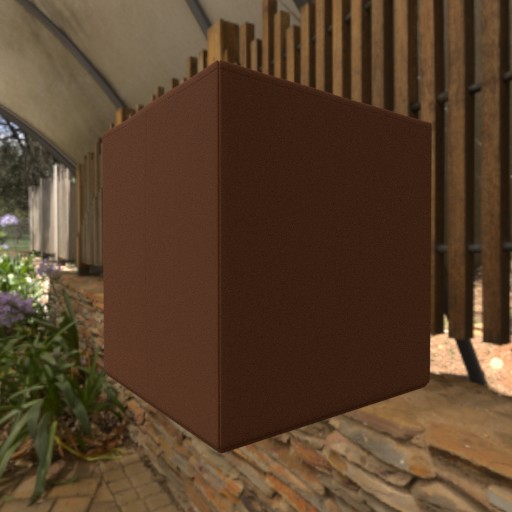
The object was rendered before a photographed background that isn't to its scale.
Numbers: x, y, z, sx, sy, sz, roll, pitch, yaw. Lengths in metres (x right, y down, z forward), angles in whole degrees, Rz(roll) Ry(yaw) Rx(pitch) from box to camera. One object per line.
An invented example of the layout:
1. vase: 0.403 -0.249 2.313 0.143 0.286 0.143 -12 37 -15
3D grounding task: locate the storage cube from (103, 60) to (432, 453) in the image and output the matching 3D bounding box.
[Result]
1. storage cube: 0.000 0.000 0.495 0.270 0.280 0.270 -1 1 -37
